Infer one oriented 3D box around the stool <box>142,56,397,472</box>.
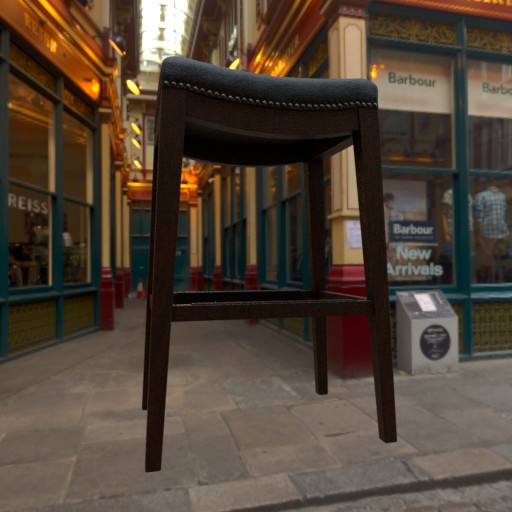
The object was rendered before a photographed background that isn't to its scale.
[{"bbox_3d":[0.000,0.000,1.018,0.500,0.765,0.361,0,-1,-15],"label":"stool"}]
